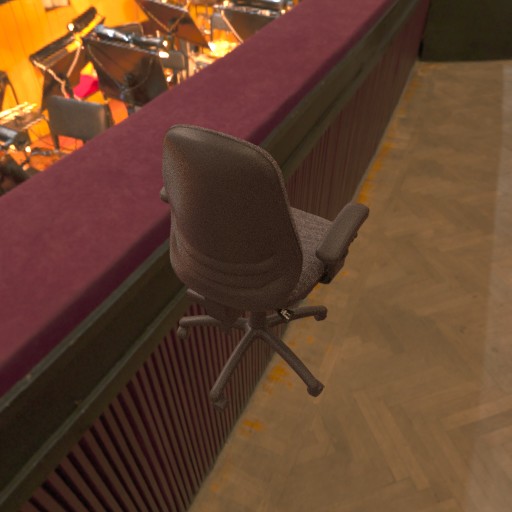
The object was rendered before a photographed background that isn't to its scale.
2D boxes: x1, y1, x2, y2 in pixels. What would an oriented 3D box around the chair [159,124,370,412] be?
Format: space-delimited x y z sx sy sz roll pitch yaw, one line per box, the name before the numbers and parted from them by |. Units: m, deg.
chair | 0.000 0.000 1.253 0.550 0.910 0.530 22 48 21
